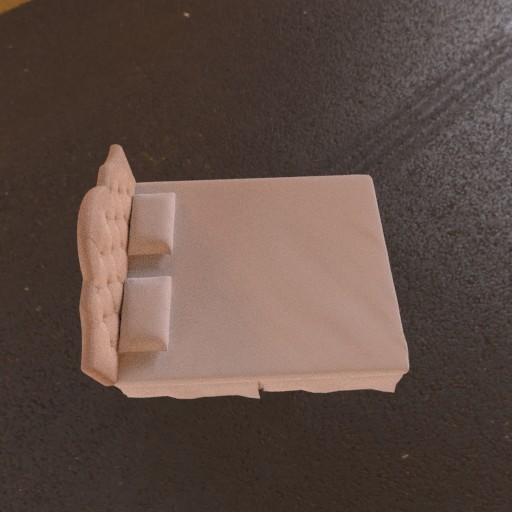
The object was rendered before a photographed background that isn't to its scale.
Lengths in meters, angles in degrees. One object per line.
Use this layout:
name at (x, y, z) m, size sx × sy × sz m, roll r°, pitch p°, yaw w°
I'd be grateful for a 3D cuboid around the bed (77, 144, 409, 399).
bed at (0.000, 0.000, 2.991) m, size 1.970 × 1.194 × 1.667 m, roll -2°, pitch 63°, yaw -1°
